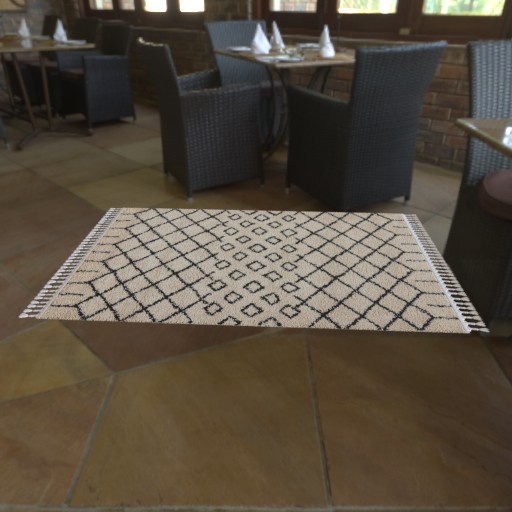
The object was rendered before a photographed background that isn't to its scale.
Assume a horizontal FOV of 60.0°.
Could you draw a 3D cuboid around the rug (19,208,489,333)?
[{"bbox_3d":[0.000,0.000,2.398,2.006,0.008,1.196,2,30,3],"label":"rug"}]
